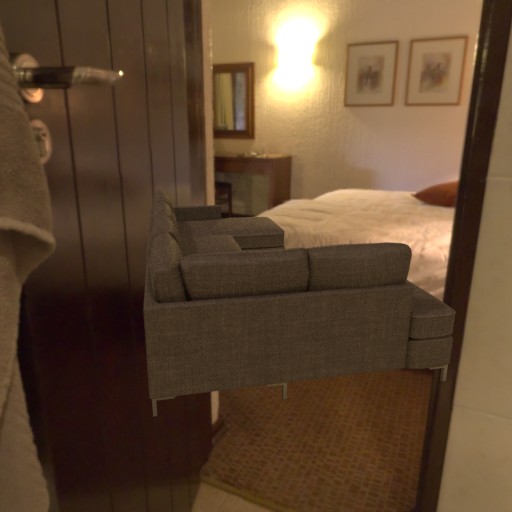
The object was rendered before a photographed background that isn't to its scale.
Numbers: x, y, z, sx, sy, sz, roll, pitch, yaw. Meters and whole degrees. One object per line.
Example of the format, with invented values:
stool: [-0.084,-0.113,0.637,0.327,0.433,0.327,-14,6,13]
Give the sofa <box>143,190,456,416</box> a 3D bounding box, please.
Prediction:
sofa: [0.000,0.000,4.368,2.048,0.999,3.423,-4,17,-12]
